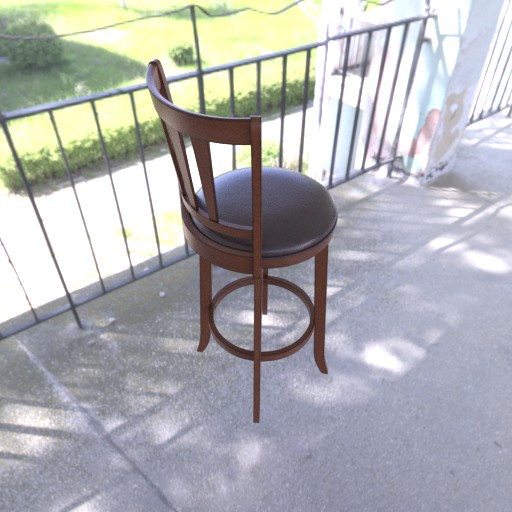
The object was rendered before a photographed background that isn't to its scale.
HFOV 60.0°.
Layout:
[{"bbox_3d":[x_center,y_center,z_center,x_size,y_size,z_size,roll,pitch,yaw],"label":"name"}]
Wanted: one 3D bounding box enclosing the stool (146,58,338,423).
[{"bbox_3d":[0.000,0.000,1.445,0.503,1.177,0.464,-26,47,-27],"label":"stool"}]
